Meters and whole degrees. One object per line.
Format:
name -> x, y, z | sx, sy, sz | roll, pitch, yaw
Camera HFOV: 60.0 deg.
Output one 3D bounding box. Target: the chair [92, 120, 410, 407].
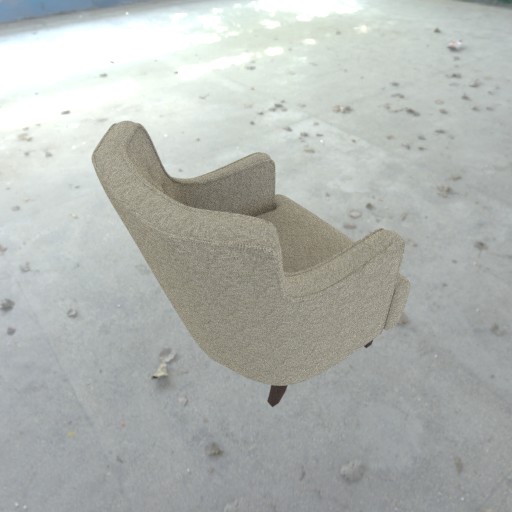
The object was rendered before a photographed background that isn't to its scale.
chair -> 0.000, 0.000, 1.658 | 0.910, 0.920, 0.820 | -25, 46, -27
